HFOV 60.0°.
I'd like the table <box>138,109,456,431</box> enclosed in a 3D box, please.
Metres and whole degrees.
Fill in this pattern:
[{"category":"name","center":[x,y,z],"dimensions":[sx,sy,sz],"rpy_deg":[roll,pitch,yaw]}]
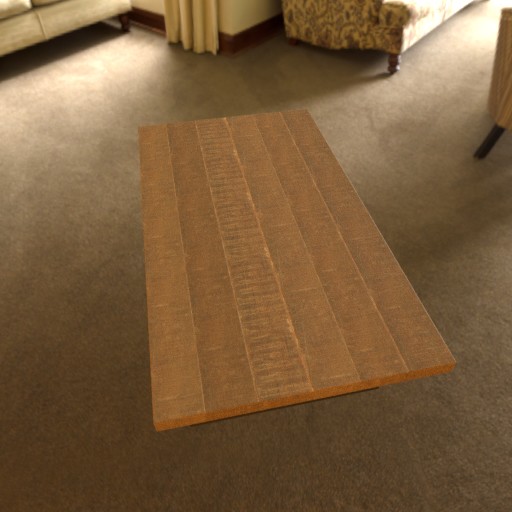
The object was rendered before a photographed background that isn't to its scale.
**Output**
[{"category":"table","center":[0.000,0.000,1.756],"dimensions":[0.800,0.440,1.400],"rpy_deg":[-9,47,-8]}]
